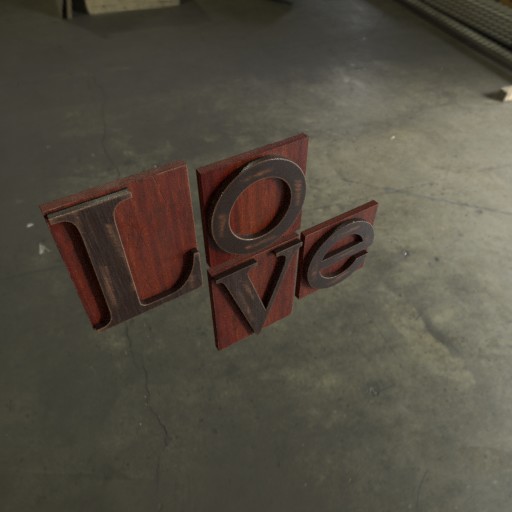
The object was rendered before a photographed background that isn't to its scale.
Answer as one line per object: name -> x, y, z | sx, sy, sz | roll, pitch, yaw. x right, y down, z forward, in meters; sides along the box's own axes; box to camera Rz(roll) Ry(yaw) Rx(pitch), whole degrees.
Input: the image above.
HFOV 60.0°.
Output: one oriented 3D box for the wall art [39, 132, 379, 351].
wall art -> 0.000, 0.000, 0.850 | 0.635, 0.497, 0.030 | -24, 50, -22
